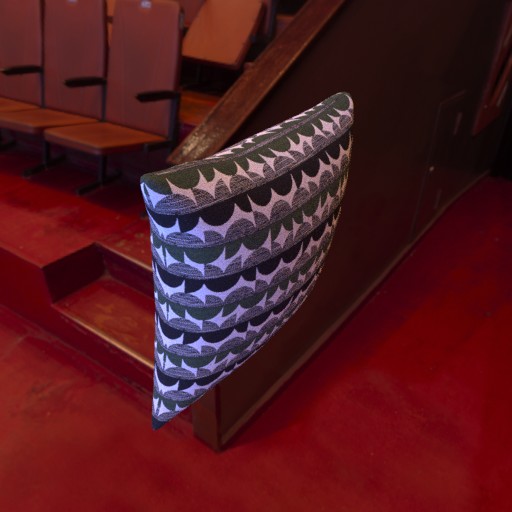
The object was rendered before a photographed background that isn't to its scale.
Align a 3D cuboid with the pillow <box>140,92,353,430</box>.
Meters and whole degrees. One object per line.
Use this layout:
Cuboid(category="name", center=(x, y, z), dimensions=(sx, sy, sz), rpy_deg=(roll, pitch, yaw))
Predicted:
Cuboid(category="pillow", center=(0.000, 0.000, 0.657), dimensions=(0.180, 0.404, 0.419), rpy_deg=(21, 39, 29))
